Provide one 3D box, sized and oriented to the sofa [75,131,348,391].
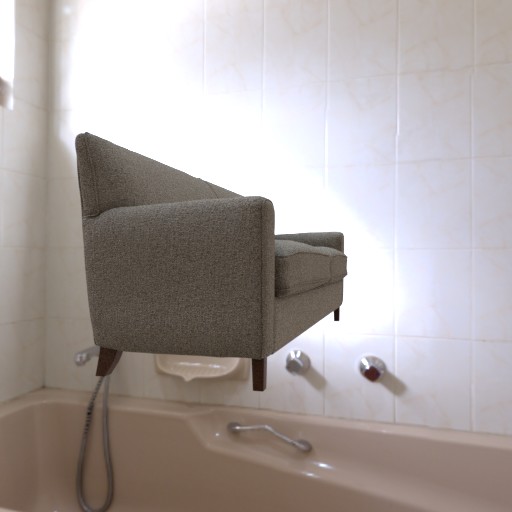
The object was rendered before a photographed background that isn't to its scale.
[{"bbox_3d":[0.000,0.000,2.504,0.854,0.942,2.026,0,-1,18],"label":"sofa"}]
